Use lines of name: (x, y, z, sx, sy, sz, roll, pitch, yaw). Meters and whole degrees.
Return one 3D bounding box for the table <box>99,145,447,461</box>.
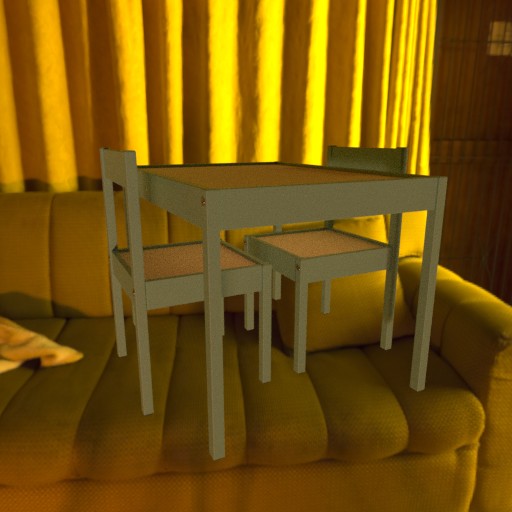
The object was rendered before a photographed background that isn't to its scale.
table: (0.000, 0.000, 1.055, 0.633, 0.503, 0.639, -7, 17, -26)
